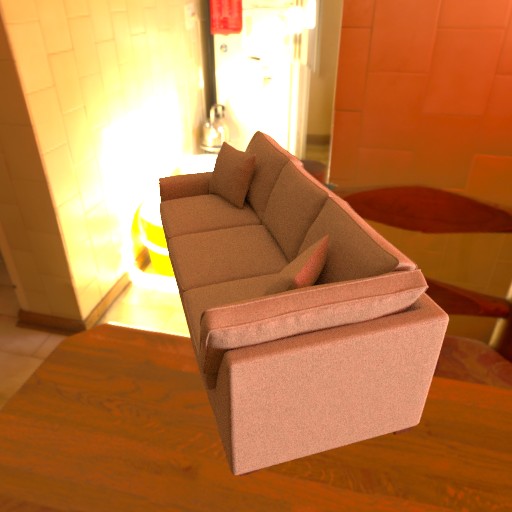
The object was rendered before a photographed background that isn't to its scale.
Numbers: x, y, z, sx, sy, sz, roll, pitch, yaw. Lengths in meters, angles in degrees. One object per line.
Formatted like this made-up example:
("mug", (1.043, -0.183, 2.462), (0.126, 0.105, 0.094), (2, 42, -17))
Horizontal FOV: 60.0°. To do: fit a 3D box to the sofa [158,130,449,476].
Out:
("sofa", (0.000, 0.000, 2.838), (1.061, 0.962, 2.317), (-9, 33, -15))
